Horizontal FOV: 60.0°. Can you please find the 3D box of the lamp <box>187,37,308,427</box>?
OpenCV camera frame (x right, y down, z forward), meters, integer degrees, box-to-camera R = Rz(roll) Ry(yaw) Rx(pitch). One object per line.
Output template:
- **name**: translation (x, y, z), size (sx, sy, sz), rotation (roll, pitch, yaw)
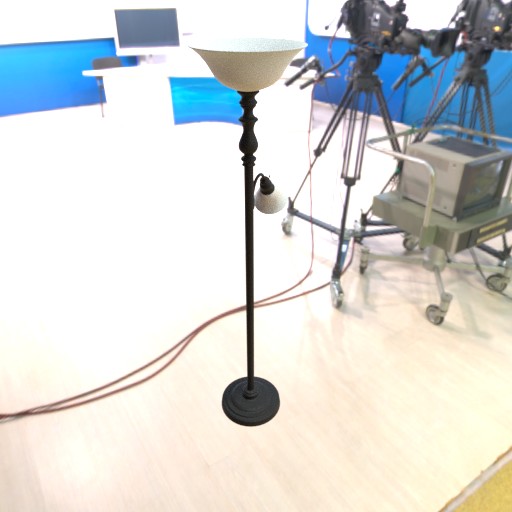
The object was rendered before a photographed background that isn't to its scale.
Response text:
- **lamp**: translation (0.000, 0.000, 2.043), size (0.405, 1.793, 0.588), rotation (10, 33, 15)
